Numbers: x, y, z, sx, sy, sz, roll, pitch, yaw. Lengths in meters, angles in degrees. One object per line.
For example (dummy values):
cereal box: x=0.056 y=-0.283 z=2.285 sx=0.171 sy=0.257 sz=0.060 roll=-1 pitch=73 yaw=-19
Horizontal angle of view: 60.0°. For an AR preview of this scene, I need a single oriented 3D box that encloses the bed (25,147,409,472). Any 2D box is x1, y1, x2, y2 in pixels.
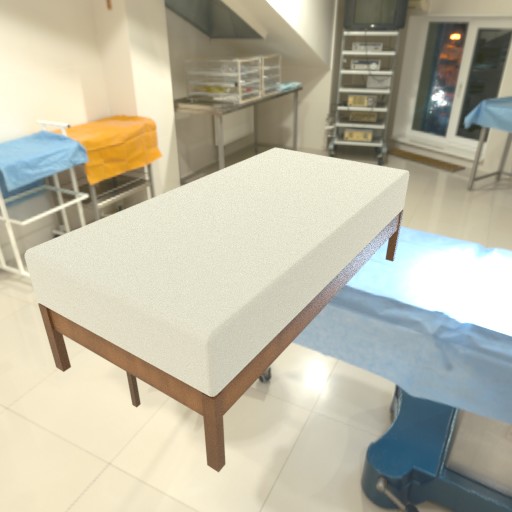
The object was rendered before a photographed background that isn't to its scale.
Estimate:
bed: x=0.000 y=0.000 z=2.354 sx=0.961 sy=0.616 sz=1.902 roll=18 pitch=33 yaw=30
